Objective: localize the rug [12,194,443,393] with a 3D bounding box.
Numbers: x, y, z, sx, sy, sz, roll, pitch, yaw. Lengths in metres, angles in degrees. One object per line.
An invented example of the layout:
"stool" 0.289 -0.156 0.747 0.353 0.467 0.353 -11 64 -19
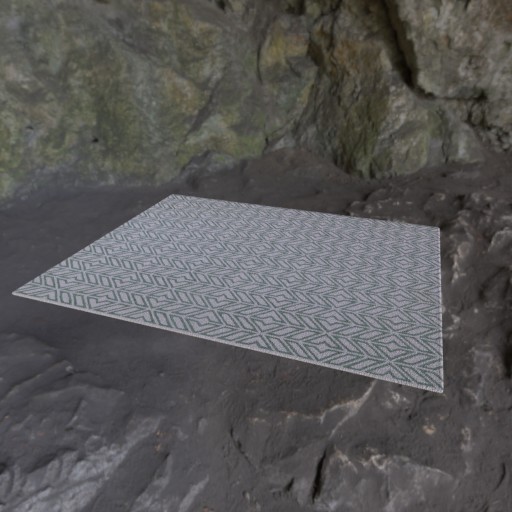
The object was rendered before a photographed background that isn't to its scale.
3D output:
"rug" 0.000 0.000 3.902 3.050 0.017 2.441 9 28 18
